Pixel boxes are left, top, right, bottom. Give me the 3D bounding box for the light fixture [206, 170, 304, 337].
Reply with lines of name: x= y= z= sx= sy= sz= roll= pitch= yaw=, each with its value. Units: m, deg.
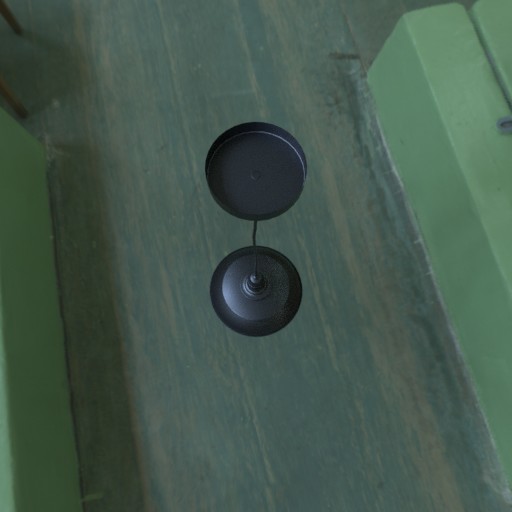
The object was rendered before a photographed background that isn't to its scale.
light fixture: x=0.000 y=0.000 z=1.154 sx=0.331 sy=0.993 sz=0.331 roll=-14 pitch=75 yaw=-4
